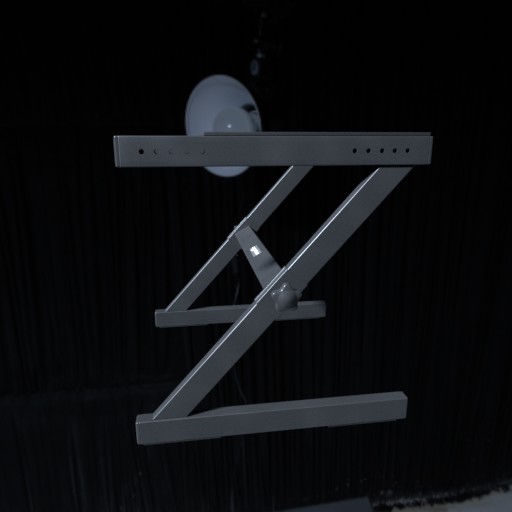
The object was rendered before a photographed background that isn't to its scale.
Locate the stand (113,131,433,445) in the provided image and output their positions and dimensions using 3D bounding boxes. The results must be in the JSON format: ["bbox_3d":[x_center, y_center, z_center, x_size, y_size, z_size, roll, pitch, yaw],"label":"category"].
[{"bbox_3d":[0.000,0.000,1.165,0.586,0.617,0.700,-2,15,-8],"label":"stand"}]
